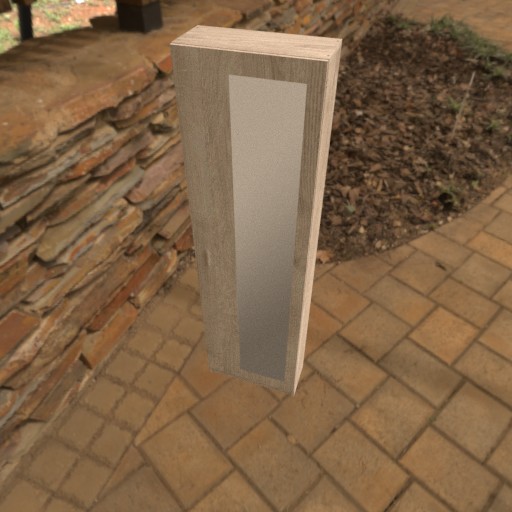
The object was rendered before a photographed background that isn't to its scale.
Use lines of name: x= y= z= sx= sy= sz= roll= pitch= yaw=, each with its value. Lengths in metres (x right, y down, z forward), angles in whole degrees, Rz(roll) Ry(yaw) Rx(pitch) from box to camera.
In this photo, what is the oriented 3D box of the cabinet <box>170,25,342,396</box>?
cabinet: x=0.000 y=0.000 z=1.979 sx=0.500 sy=1.790 sz=0.230 roll=12 pitch=43 yaw=14
